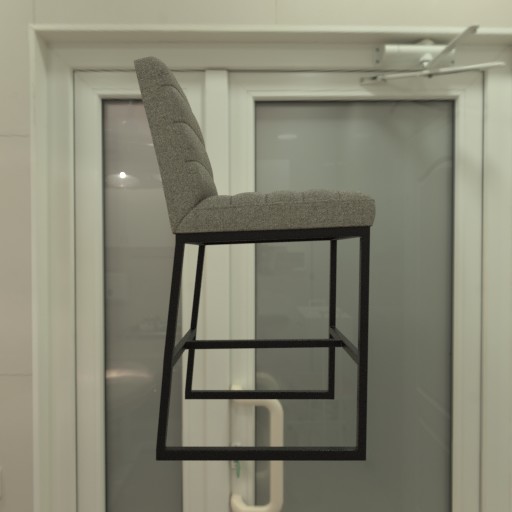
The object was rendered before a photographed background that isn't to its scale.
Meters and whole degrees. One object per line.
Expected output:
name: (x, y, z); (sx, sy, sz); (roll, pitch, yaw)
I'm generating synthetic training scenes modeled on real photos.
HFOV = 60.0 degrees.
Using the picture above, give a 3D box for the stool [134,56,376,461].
stool: (0.000, 0.000, 1.235); (0.560, 0.940, 0.460); (0, 1, 0)
